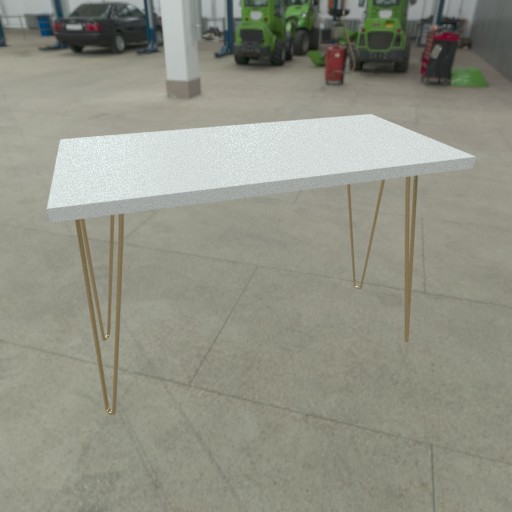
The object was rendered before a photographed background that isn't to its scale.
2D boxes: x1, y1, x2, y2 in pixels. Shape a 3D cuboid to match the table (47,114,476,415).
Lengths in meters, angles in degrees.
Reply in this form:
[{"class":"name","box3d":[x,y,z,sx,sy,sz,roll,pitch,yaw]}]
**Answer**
[{"class":"table","box3d":[0.000,0.000,1.334,0.991,0.660,0.498,-9,32,-16]}]
